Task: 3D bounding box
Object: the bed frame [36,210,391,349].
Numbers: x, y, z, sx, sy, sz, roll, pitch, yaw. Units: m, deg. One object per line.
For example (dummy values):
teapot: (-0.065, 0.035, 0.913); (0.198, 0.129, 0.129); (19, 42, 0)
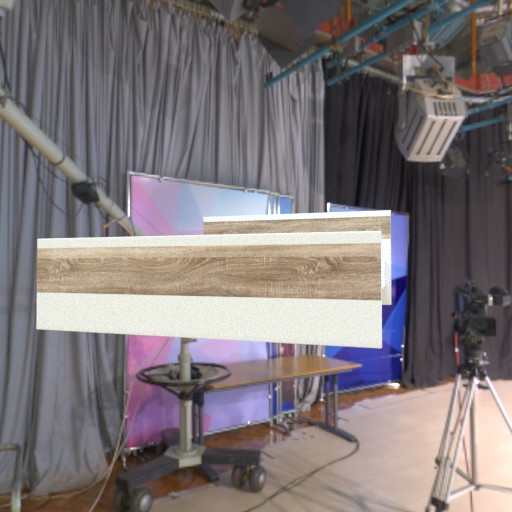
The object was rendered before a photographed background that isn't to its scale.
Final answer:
bed frame: (0.000, 0.000, 3.014); (1.720, 0.800, 2.060); (0, -1, 18)
